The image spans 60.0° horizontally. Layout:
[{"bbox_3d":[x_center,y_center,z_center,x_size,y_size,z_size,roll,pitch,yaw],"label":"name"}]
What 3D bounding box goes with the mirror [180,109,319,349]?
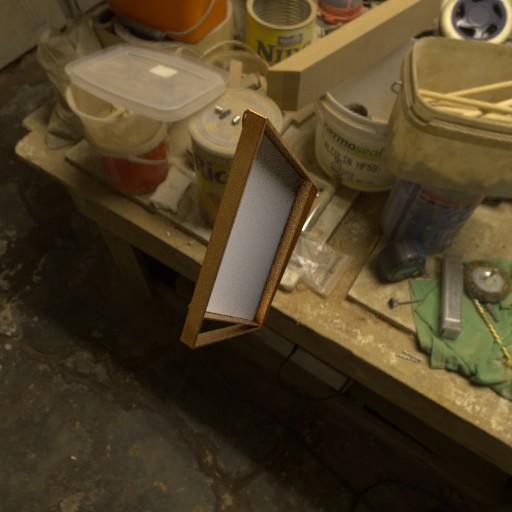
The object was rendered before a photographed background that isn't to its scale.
[{"bbox_3d":[0.000,0.000,0.835,0.032,0.679,0.419,30,64,17],"label":"mirror"}]
